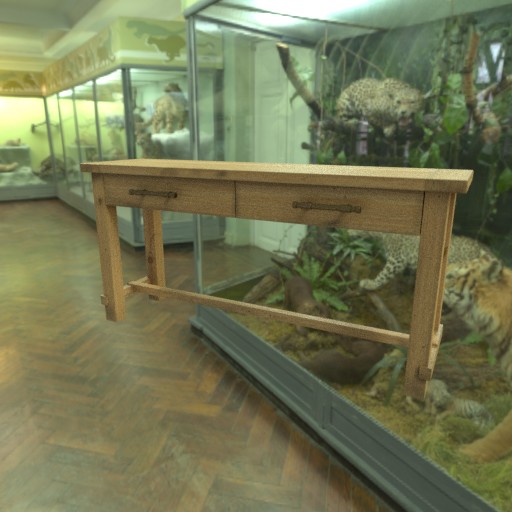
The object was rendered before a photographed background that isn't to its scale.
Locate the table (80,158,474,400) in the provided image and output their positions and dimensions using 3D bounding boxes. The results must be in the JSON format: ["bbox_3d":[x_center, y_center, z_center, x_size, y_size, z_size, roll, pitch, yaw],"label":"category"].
[{"bbox_3d":[0.000,0.000,1.919,1.599,0.762,0.442,8,18,26],"label":"table"}]
